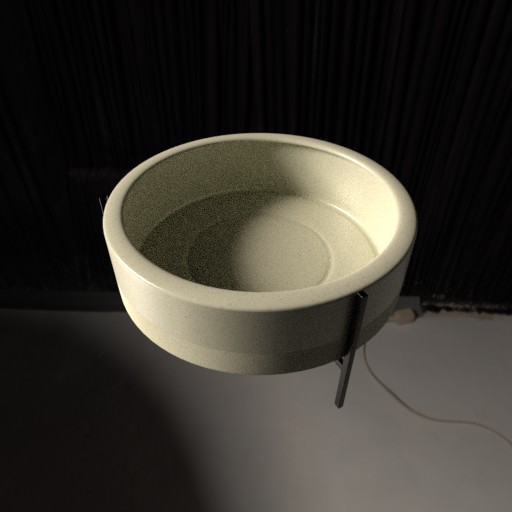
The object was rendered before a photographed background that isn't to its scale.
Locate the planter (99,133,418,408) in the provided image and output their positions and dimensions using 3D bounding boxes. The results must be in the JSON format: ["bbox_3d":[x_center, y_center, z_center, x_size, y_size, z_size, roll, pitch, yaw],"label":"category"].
[{"bbox_3d":[0.000,0.000,0.541,0.345,0.171,0.336,0,40,0],"label":"planter"}]
